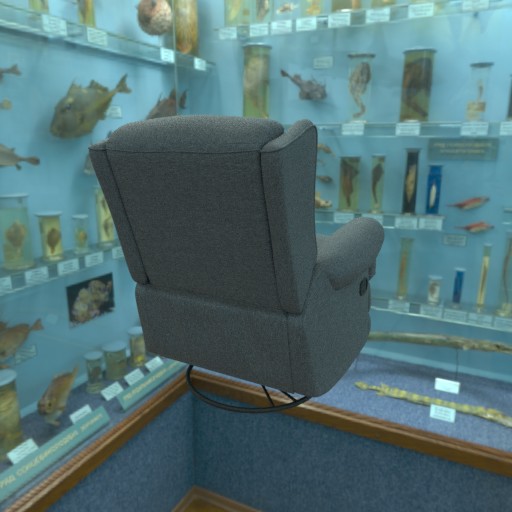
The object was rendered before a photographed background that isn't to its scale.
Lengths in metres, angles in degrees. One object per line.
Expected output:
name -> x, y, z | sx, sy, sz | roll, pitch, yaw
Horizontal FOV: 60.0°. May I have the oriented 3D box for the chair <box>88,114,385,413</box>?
chair -> 0.000, 0.000, 1.725 | 0.847, 1.011, 0.969 | 8, 16, 27
